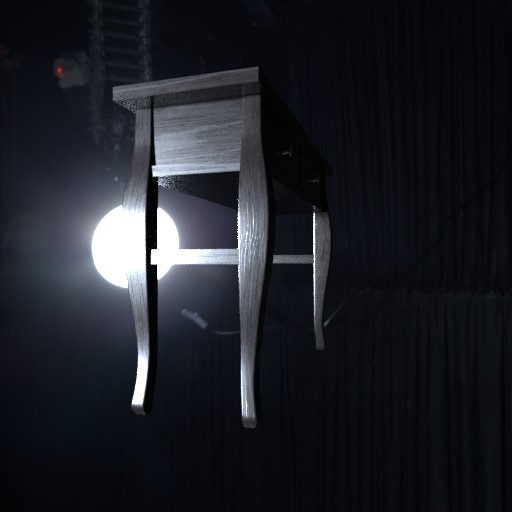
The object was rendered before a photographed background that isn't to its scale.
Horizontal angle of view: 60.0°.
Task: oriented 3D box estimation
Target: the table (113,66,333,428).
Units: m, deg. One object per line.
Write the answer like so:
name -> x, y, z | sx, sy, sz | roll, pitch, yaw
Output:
table -> 0.000, 0.000, 1.471 | 0.373, 0.768, 1.062 | 0, -1, 18
